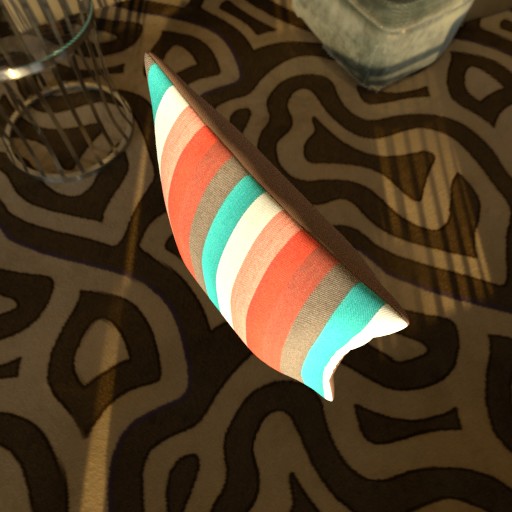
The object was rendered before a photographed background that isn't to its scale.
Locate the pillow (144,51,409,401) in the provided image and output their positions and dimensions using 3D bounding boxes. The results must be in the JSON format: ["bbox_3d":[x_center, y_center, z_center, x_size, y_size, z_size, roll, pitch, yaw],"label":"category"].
[{"bbox_3d":[0.000,0.000,0.673,0.168,0.443,0.453,-34,68,-16],"label":"pillow"}]
